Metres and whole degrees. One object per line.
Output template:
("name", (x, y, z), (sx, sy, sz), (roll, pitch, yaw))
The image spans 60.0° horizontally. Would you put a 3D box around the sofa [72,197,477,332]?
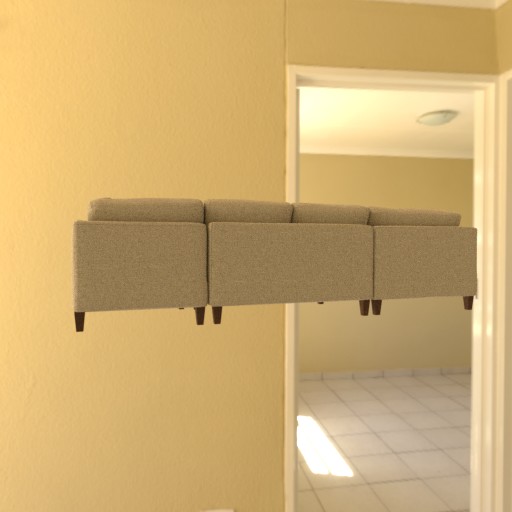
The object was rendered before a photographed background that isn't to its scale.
("sofa", (0.000, 0.000, 4.688), (3.460, 0.959, 2.593), (0, 1, -19))
